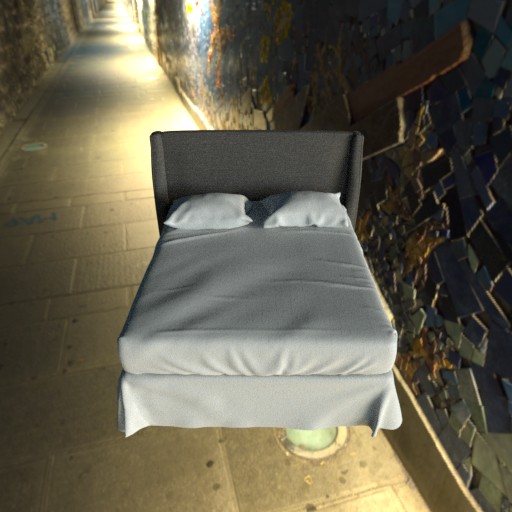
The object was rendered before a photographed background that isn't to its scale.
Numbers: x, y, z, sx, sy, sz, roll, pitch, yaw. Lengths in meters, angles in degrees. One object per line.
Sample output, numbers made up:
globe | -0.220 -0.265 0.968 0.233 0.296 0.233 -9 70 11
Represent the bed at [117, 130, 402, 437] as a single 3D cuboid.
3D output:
bed | 0.000 0.000 3.407 1.925 1.332 2.276 0 31 0
